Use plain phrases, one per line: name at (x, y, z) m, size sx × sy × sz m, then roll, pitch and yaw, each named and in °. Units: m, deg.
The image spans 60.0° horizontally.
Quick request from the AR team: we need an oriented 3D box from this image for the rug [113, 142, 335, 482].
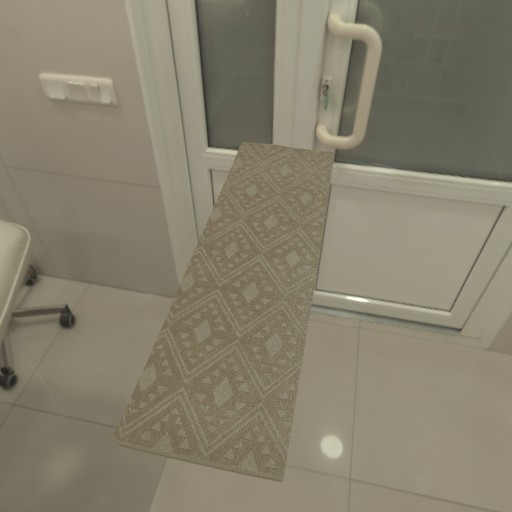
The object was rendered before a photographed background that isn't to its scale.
rug at (0.000, 0.000, 2.681) m, size 0.752 × 0.051 × 2.452 m, roll 9°, pitch 47°, yaw 8°
